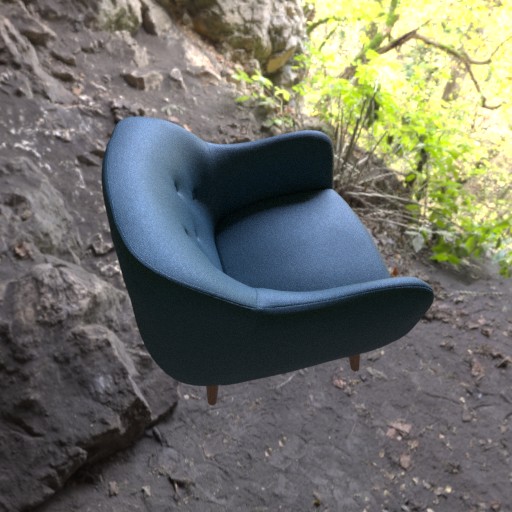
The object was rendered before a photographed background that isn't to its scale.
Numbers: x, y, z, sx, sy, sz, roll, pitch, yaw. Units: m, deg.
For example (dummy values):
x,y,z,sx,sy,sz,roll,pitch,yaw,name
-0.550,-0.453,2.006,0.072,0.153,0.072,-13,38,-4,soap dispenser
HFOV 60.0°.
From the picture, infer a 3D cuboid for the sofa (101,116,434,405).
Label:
x,y,z,sx,sy,sz,roll,pitch,yaw,name
0.000,0.000,1.497,0.825,0.817,0.836,-10,47,-10,sofa
